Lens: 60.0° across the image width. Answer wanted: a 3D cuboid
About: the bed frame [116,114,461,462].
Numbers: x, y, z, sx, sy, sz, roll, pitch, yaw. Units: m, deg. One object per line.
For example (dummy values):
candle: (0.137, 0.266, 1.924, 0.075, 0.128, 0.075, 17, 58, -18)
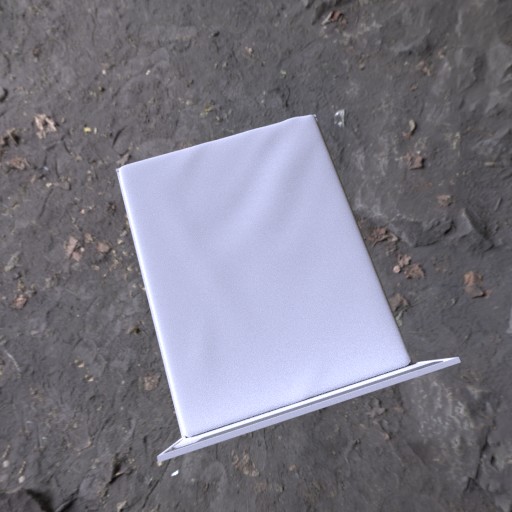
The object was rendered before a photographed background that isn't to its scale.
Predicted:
bed frame: (0.000, 0.000, 3.125, 1.711, 1.001, 2.100, -17, 75, -5)
